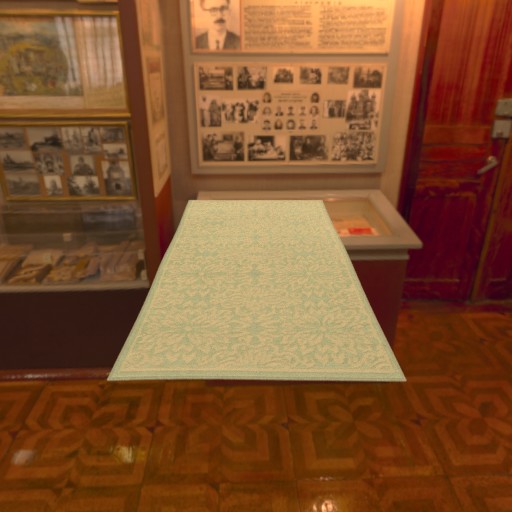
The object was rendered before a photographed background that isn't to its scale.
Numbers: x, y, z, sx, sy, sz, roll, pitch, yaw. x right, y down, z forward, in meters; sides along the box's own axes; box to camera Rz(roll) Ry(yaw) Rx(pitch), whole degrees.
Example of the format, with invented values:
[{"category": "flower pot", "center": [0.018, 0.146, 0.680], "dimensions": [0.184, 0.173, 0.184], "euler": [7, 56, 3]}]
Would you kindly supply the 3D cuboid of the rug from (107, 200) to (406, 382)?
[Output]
[{"category": "rug", "center": [0.000, 0.000, 1.445], "dimensions": [0.604, 0.007, 1.219], "euler": [0, 24, 0]}]
